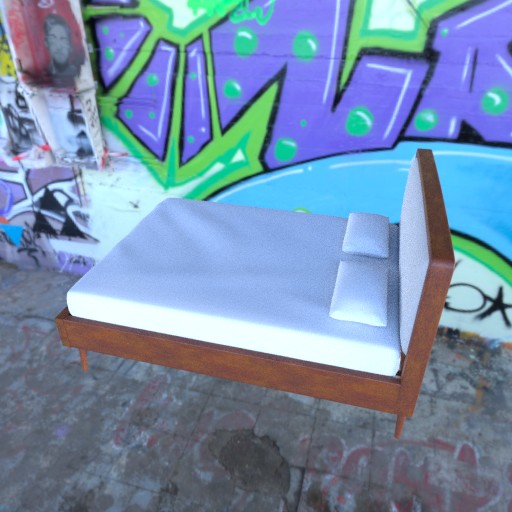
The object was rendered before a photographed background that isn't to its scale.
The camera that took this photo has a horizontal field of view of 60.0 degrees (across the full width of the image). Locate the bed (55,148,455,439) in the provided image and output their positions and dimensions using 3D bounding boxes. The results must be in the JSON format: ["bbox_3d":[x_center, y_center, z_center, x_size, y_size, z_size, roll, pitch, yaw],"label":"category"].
[{"bbox_3d":[0.000,0.000,3.109,2.196,1.275,1.587,8,33,13],"label":"bed"}]
